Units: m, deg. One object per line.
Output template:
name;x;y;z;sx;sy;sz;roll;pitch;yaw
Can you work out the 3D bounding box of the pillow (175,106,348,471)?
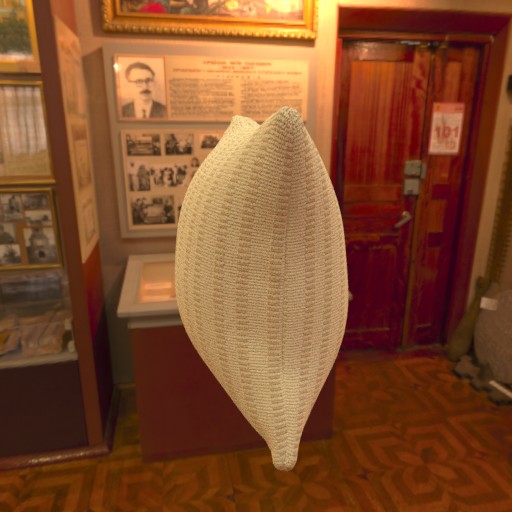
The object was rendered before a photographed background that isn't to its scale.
pillow;0.000;0.000;0.676;0.247;0.419;0.438;-3;17;-9
